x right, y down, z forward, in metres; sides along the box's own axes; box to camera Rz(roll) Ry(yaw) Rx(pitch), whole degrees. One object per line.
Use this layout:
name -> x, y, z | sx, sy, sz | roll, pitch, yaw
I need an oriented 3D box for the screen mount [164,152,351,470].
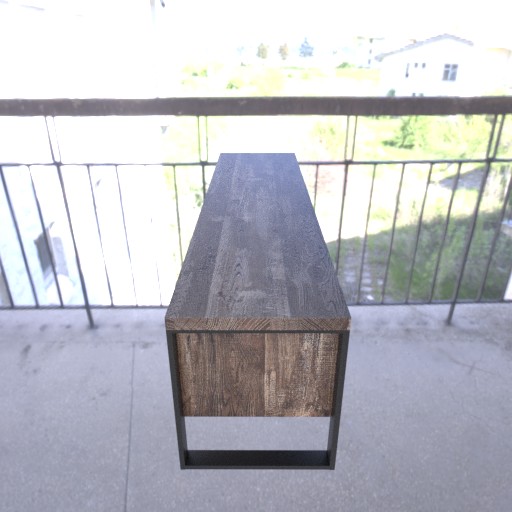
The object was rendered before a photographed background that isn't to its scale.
screen mount -> 0.000, 0.000, 1.693 | 0.395, 0.450, 1.524 | 0, 26, 0
